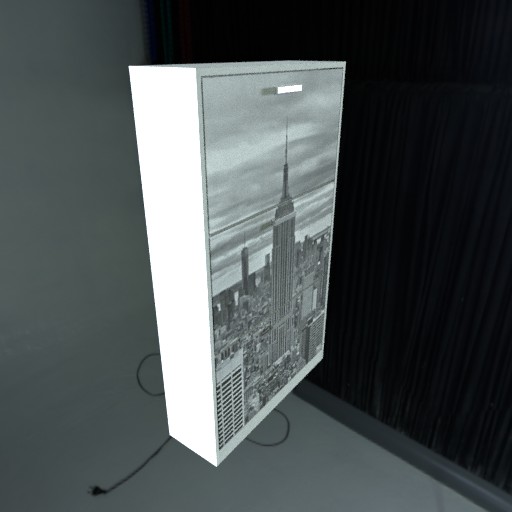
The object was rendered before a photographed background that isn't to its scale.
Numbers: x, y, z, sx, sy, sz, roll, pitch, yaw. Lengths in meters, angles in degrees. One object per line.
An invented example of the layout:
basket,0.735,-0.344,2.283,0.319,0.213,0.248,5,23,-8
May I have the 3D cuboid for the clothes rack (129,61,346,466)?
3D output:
clothes rack,0.000,0.000,1.607,0.250,1.280,0.750,18,30,33
